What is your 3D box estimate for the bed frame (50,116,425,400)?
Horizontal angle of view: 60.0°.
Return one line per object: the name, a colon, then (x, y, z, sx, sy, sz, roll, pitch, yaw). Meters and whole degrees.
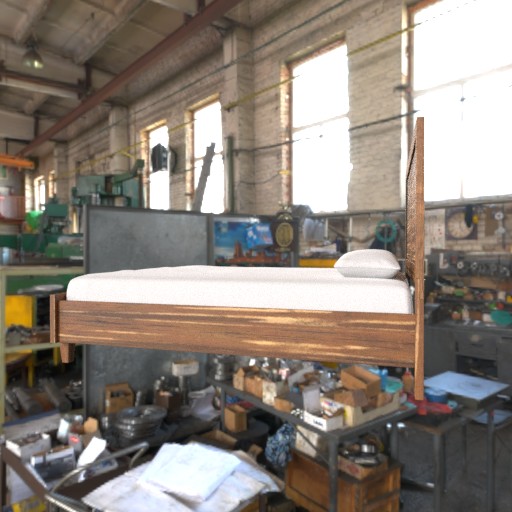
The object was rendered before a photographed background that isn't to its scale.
bed frame: (0.000, 0.000, 3.349, 2.276, 1.417, 1.696, 0, 1, 17)
